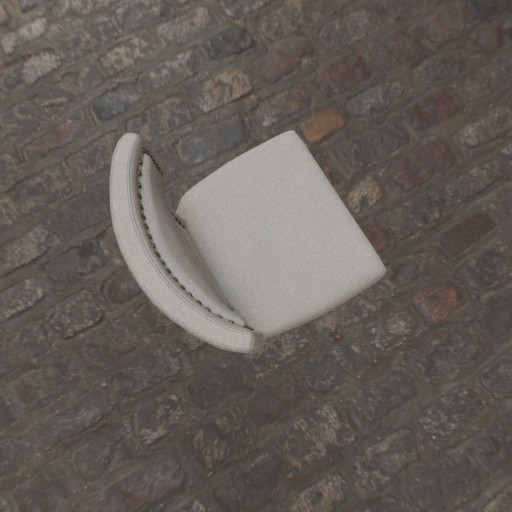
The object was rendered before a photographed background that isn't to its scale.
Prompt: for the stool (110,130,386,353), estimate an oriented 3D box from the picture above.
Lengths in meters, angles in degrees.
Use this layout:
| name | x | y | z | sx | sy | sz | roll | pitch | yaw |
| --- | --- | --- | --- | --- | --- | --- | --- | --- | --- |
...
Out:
| name | x | y | z | sx | sy | sz | roll | pitch | yaw |
| --- | --- | --- | --- | --- | --- | --- | --- | --- | --- |
| stool | 0.000 | 0.000 | 1.389 | 0.563 | 1.092 | 0.526 | -30 | 79 | -6 |
